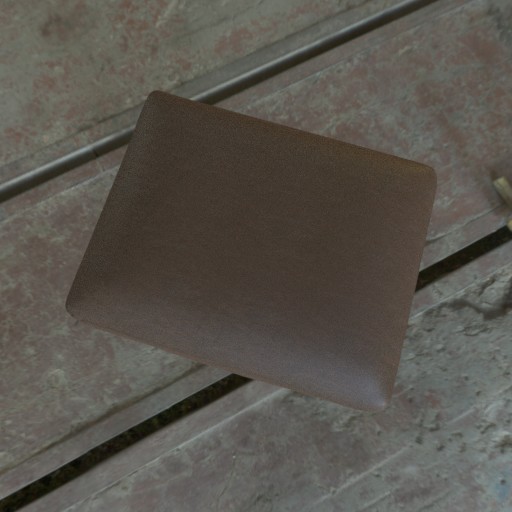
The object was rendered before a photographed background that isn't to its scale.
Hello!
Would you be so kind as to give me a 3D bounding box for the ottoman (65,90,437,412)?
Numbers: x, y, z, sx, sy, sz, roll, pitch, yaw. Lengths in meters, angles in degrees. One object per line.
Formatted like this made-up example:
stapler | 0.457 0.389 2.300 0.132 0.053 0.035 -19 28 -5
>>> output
ottoman | 0.000 0.000 1.220 0.787 0.508 0.635 16 77 4
